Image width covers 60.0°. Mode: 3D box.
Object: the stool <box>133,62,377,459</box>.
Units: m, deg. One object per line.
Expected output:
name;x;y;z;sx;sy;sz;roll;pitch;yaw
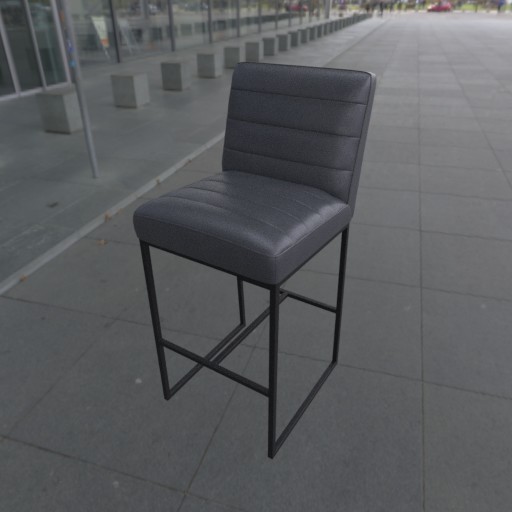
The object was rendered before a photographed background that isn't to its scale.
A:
stool;0.000;0.000;1.363;0.457;1.040;0.552;18;34;28
